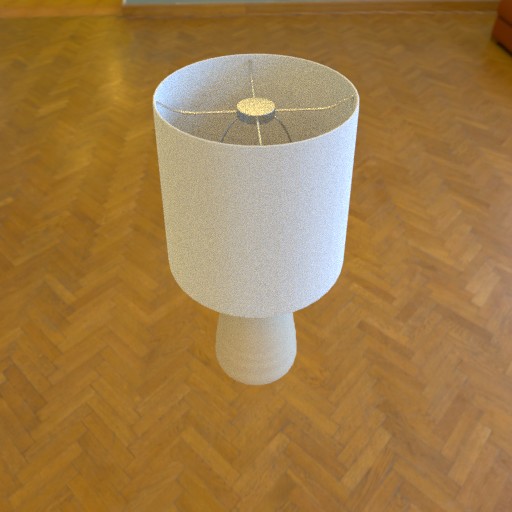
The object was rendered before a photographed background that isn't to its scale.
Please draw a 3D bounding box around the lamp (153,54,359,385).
[{"bbox_3d":[0.000,0.000,0.485,0.186,0.369,0.186,0,45,0],"label":"lamp"}]
